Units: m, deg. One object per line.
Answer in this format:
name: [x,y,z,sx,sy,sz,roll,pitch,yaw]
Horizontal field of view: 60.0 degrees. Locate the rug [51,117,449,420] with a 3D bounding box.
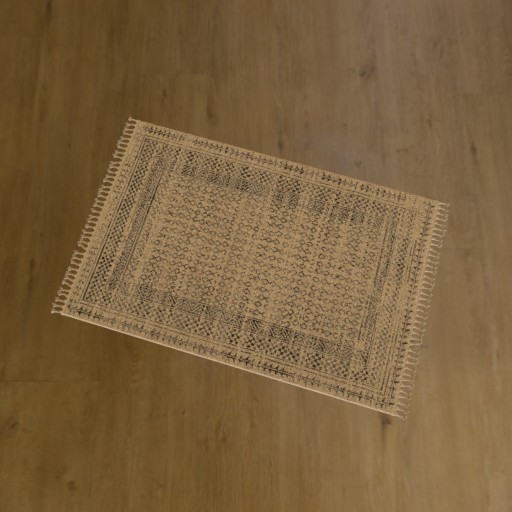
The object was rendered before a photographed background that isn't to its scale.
rug: [0.000,0.000,3.097,2.486,0.013,1.548,16,77,4]
